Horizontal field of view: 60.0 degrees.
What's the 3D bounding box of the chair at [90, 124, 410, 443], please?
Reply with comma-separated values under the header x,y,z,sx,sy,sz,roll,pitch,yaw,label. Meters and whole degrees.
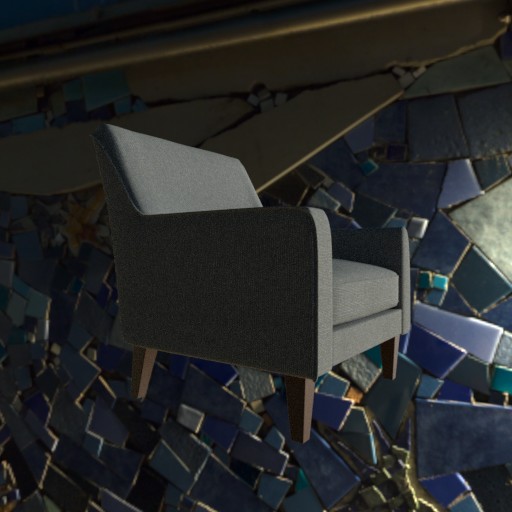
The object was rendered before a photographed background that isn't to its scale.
x,y,z,sx,sy,sz,roll,pitch,yaw,label
0.000,0.000,1.603,0.899,0.919,0.780,0,1,36,chair
